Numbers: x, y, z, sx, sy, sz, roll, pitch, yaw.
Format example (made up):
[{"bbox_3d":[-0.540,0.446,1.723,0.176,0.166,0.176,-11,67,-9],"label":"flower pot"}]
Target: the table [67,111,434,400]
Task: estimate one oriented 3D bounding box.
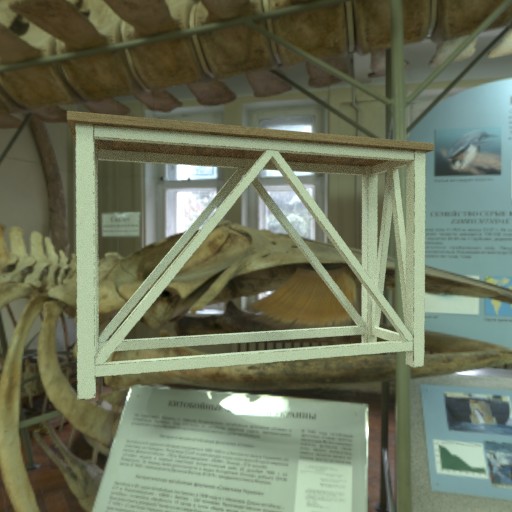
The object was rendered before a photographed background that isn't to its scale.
[{"bbox_3d":[0.000,0.000,1.835,1.400,0.930,0.450,0,1,-18],"label":"table"}]
